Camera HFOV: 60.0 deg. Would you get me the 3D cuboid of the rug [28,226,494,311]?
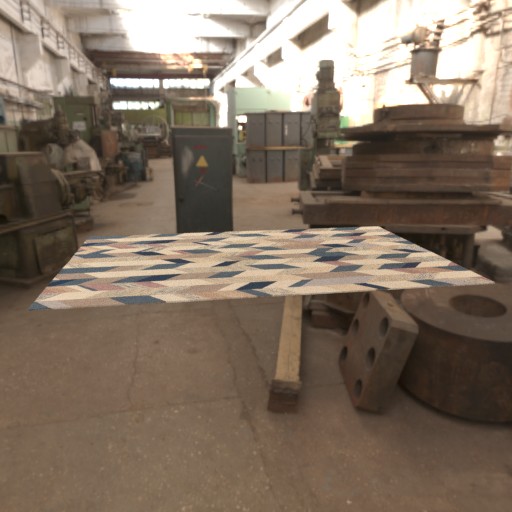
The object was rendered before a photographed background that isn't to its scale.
[{"bbox_3d":[0.000,0.000,2.970,2.423,0.008,1.513,-3,16,-9],"label":"rug"}]
